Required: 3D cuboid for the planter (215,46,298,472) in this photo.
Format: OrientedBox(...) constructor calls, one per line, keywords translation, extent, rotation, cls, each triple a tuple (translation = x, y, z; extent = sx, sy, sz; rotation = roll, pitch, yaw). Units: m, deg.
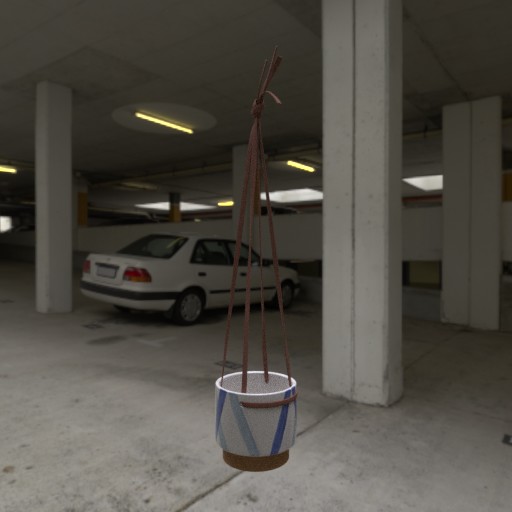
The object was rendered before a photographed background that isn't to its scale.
OrientedBox(translation=(0.000, 0.000, 0.833), extent=(0.157, 0.753, 0.153), rotation=(0, 1, 36), cls="planter")
